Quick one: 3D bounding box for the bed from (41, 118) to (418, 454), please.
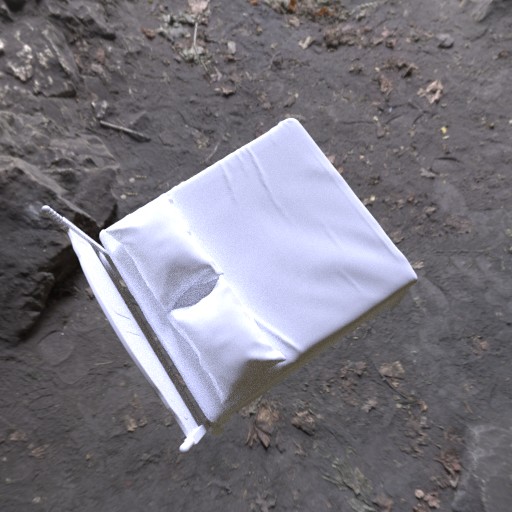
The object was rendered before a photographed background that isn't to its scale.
[{"bbox_3d":[0.000,0.000,3.259,2.040,1.356,1.873,-33,78,-8],"label":"bed"}]
